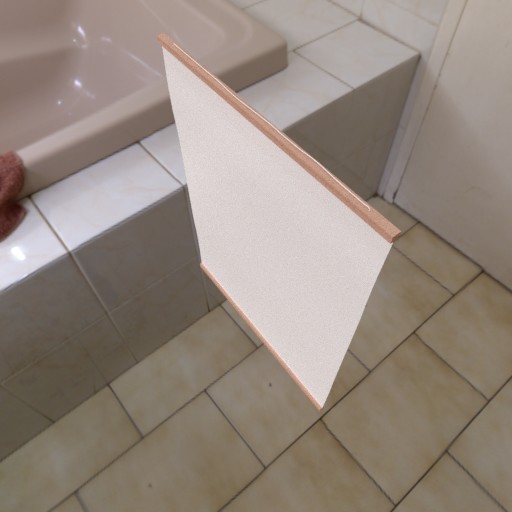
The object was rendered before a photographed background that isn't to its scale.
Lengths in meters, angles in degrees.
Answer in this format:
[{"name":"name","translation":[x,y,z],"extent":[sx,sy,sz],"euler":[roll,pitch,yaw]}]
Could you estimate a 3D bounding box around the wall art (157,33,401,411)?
[{"name":"wall art","translation":[0.000,0.000,1.303],"extent":[0.020,1.013,0.758],"euler":[-32,61,-20]}]
